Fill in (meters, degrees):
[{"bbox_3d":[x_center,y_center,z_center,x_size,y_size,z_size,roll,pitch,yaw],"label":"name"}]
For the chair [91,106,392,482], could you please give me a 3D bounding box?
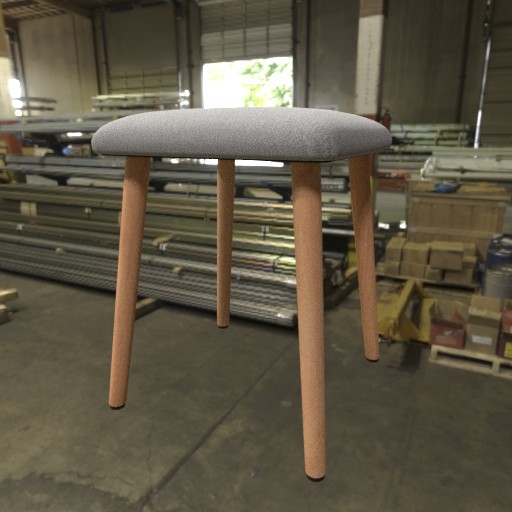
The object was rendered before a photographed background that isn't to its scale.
[{"bbox_3d":[0.000,0.000,0.695,0.350,0.440,0.350,8,18,25],"label":"chair"}]
